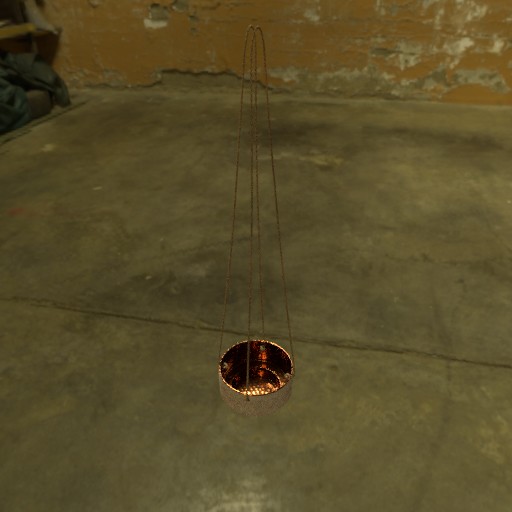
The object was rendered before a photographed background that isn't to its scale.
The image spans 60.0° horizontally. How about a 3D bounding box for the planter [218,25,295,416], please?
[{"bbox_3d":[0.000,0.000,1.112,0.223,1.030,0.223,-19,37,-27],"label":"planter"}]
